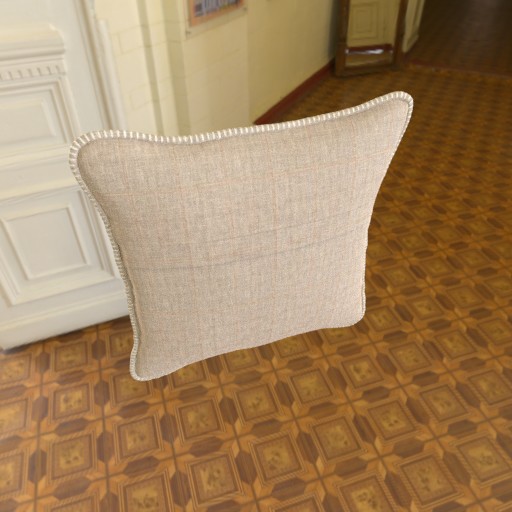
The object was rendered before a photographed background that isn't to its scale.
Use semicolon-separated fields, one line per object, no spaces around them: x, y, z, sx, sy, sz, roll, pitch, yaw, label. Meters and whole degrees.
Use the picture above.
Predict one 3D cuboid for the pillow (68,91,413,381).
0.000;0.000;0.735;0.485;0.494;0.124;-12;41;-14;pillow
